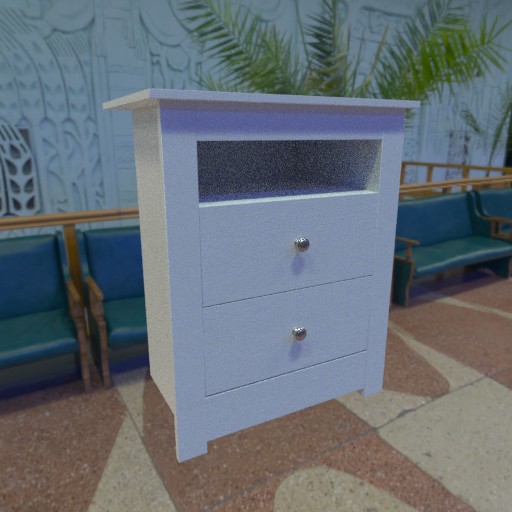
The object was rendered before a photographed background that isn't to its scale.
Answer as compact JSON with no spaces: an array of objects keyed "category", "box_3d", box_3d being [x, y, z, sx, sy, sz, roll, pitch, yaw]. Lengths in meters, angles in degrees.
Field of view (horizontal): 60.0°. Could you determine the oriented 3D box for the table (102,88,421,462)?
[{"category":"table","box_3d":[0.000,0.000,1.083,0.589,0.711,0.406,-8,17,-27]}]
